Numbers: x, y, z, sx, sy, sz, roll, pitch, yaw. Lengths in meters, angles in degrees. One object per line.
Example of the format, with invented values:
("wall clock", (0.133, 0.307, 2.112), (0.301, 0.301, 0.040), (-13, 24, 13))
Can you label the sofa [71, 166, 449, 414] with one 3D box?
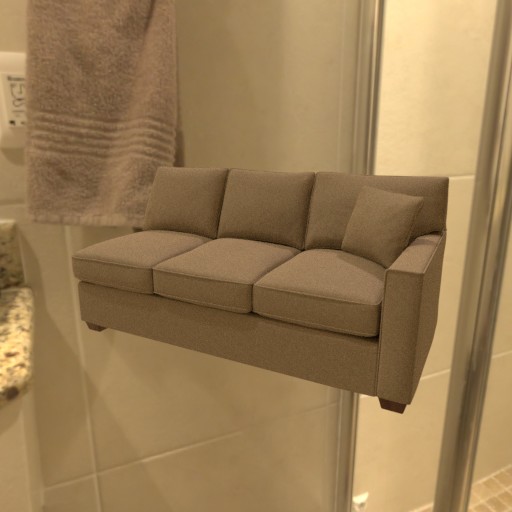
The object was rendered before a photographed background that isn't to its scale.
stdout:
("sofa", (0.000, 0.000, 2.580), (1.963, 0.946, 1.034), (8, 17, 27))
